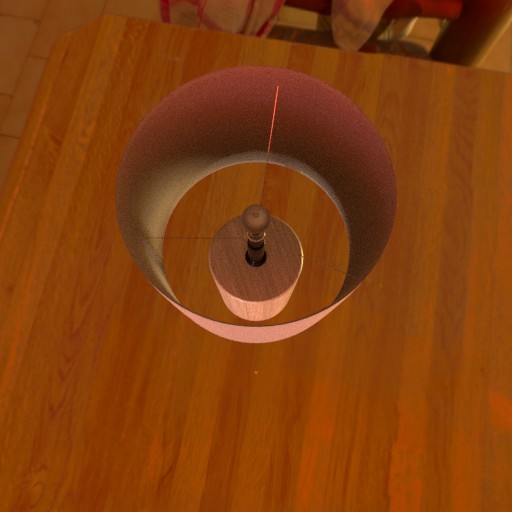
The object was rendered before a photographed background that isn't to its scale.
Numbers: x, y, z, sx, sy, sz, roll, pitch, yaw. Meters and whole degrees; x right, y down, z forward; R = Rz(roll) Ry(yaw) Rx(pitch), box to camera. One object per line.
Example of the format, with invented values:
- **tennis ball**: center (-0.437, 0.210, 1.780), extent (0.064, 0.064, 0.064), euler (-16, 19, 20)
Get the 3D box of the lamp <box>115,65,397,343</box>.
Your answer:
- **lamp**: center (0.000, 0.000, 0.571), extent (0.228, 0.444, 0.228), euler (-19, 76, -5)
